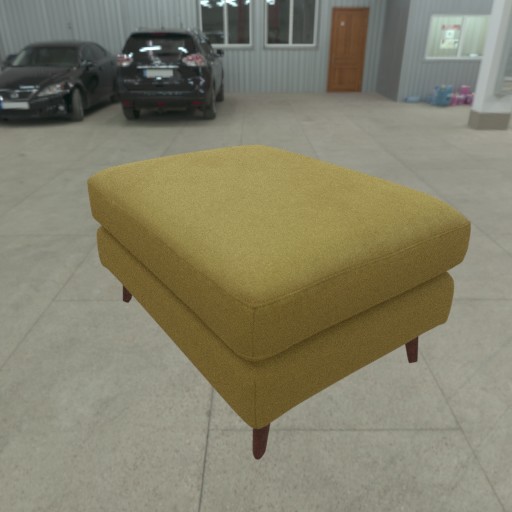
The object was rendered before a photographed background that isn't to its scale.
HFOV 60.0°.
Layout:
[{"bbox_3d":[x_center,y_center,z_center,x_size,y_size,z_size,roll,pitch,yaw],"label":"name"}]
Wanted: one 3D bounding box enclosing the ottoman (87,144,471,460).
[{"bbox_3d":[0.000,0.000,1.138,0.608,0.449,0.811,-18,32,-31],"label":"ottoman"}]
